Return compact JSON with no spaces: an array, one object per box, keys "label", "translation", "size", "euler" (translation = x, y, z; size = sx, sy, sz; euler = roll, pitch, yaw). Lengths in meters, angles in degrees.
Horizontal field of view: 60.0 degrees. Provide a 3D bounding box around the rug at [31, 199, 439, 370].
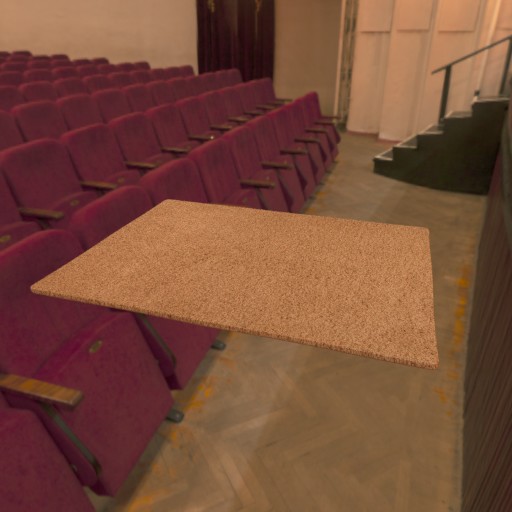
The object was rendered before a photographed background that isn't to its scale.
[{"label":"rug","translation":[0.000,0.000,2.134],"size":[1.600,0.025,1.199],"euler":[8,27,16]}]
